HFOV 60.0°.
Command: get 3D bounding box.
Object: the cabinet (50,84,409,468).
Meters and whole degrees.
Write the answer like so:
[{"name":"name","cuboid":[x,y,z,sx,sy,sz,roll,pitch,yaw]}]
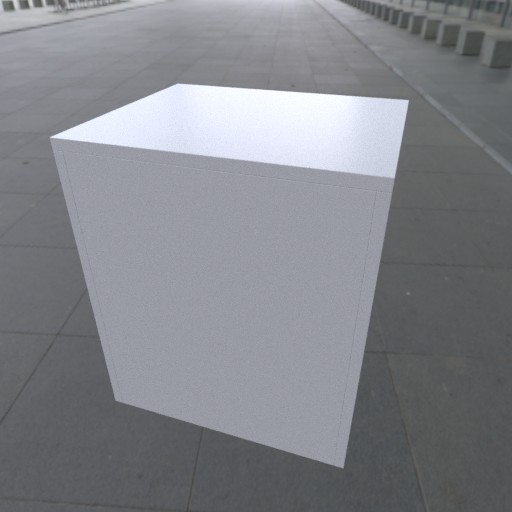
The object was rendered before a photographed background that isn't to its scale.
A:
[{"name":"cabinet","cuboid":[0.000,0.000,0.746,0.400,0.470,0.360,10,34,16]}]
